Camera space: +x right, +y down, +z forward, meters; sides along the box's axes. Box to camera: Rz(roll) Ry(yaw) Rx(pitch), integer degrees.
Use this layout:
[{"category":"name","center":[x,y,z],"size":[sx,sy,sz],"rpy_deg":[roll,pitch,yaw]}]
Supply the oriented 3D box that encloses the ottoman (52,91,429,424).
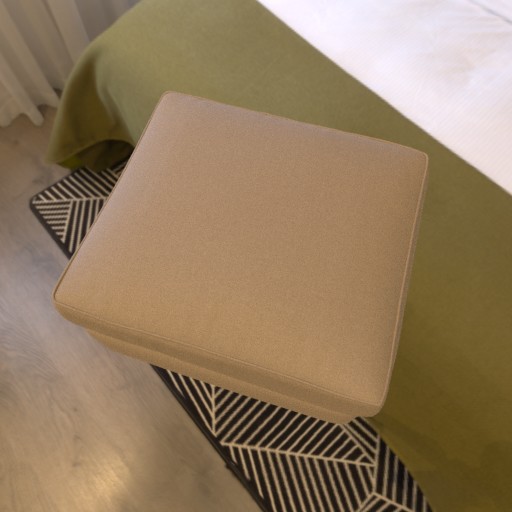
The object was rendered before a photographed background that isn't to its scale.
[{"category":"ottoman","center":[0.000,0.000,1.152],"size":[0.721,0.505,0.662],"rpy_deg":[16,65,8]}]
